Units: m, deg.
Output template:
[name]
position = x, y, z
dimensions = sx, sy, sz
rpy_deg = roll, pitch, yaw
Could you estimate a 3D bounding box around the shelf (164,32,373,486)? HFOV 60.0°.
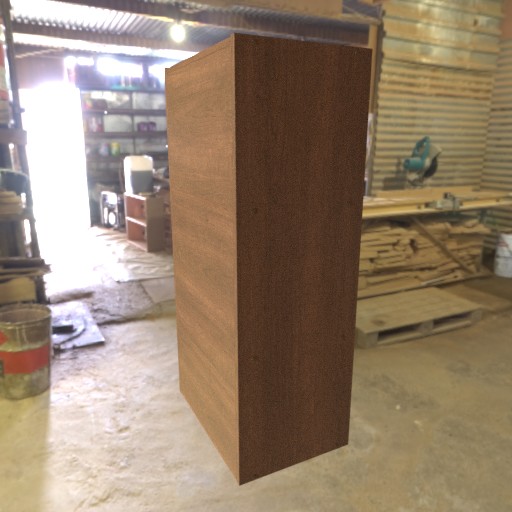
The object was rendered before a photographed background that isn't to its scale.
[shelf]
position = 0.000, 0.000, 1.070
dimensions = 0.290, 0.879, 0.414
rpy_deg = -7, 16, -26
